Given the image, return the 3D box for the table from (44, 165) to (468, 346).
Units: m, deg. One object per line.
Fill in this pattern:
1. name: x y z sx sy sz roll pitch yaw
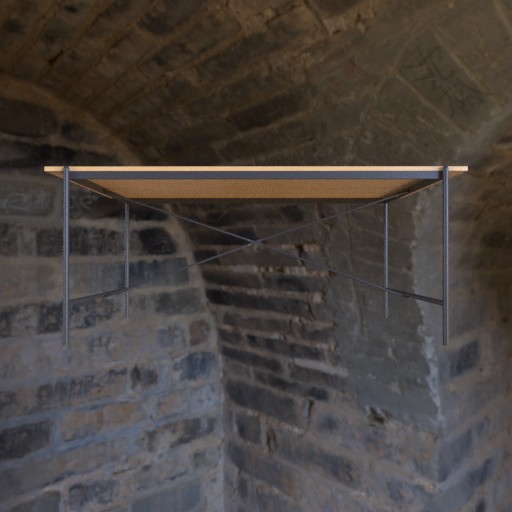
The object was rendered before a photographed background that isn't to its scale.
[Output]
1. table: 0.000 0.000 2.310 1.800 0.758 0.900 0 0 0
